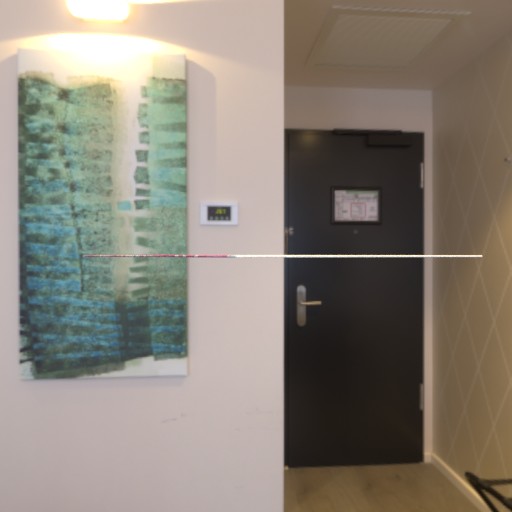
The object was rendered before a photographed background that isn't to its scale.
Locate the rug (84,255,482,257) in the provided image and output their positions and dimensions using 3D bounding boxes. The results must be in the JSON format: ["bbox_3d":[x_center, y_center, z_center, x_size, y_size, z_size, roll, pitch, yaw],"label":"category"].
[{"bbox_3d":[0.000,0.000,4.222,2.441,0.016,3.095,0,0,-35],"label":"rug"}]
